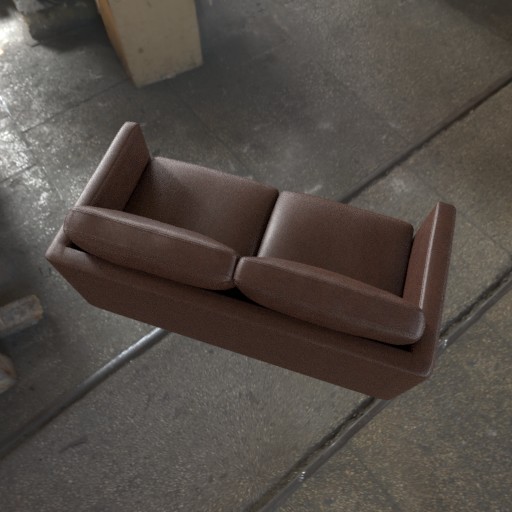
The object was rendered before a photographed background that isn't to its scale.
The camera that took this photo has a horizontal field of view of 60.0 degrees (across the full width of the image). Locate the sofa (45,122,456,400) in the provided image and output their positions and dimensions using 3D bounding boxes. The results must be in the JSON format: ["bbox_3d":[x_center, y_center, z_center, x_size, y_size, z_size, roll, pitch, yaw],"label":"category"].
[{"bbox_3d":[0.000,0.000,2.454,1.883,0.933,0.951,16,65,8],"label":"sofa"}]
